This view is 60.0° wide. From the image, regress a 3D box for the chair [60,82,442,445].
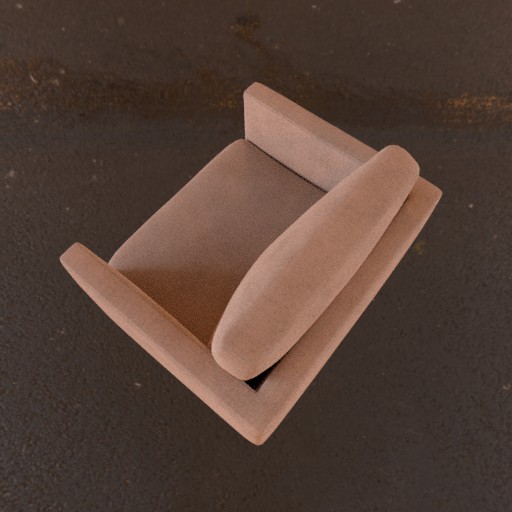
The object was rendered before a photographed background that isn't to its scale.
[{"bbox_3d":[0.000,0.000,1.856,0.959,0.961,1.133,36,69,16],"label":"chair"}]
